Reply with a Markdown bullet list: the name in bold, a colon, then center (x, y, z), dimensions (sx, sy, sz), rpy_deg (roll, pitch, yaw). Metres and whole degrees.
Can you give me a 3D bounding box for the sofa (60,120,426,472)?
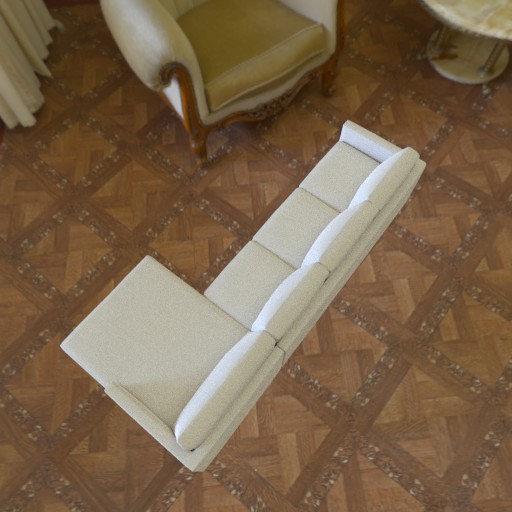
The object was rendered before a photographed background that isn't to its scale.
- **sofa**: center (0.000, 0.000, 4.189), dimensions (1.599, 0.954, 3.471), rpy_deg (35, 69, 16)
